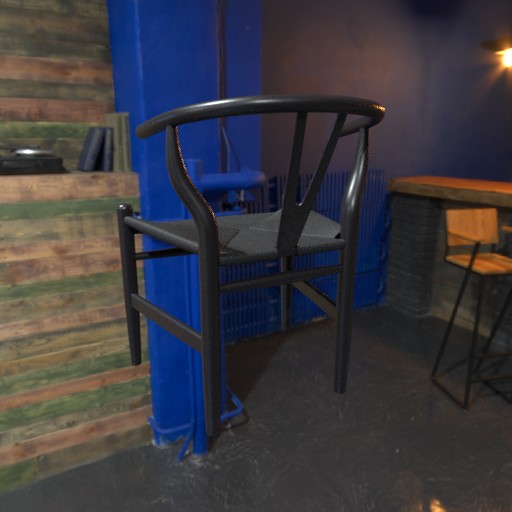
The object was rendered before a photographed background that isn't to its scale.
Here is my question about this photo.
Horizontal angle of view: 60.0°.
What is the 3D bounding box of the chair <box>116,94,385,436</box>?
[{"bbox_3d":[0.000,0.000,1.125,0.569,0.730,0.579,-8,17,-27],"label":"chair"}]
